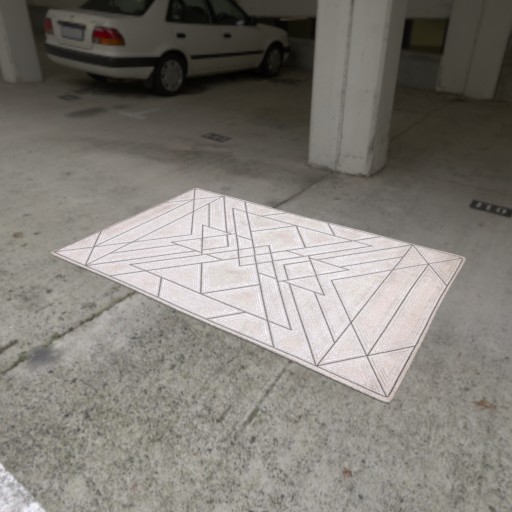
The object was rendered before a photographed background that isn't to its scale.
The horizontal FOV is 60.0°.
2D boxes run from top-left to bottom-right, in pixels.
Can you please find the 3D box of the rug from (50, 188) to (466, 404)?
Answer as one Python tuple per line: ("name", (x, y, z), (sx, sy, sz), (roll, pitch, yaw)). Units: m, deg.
("rug", (0.000, 0.000, 3.097), (2.459, 0.023, 1.575), (18, 34, 29))
